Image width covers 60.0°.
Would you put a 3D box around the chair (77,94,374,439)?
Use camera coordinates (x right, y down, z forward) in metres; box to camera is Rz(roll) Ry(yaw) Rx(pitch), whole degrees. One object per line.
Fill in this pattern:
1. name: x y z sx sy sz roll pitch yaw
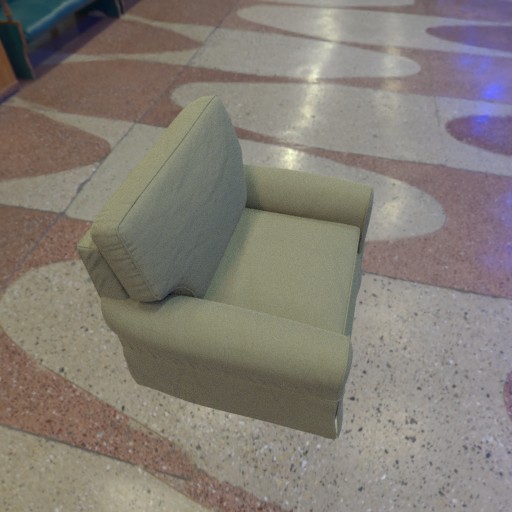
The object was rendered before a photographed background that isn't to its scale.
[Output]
1. chair: 0.000 0.000 1.934 0.988 1.017 1.135 11 46 11
